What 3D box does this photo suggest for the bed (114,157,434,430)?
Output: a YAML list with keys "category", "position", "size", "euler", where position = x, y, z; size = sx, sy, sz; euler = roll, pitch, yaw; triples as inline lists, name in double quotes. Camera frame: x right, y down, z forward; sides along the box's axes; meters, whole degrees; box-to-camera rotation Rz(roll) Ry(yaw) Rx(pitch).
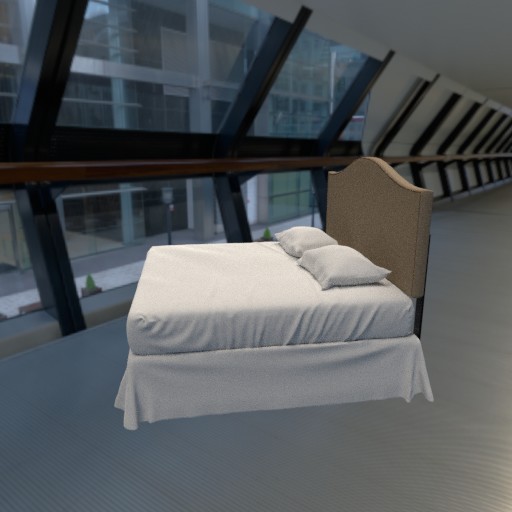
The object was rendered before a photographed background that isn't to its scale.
- category: "bed"
  position: [0.000, 0.000, 3.808]
  size: [2.222, 1.651, 2.311]
  euler: [-2, 14, -9]
